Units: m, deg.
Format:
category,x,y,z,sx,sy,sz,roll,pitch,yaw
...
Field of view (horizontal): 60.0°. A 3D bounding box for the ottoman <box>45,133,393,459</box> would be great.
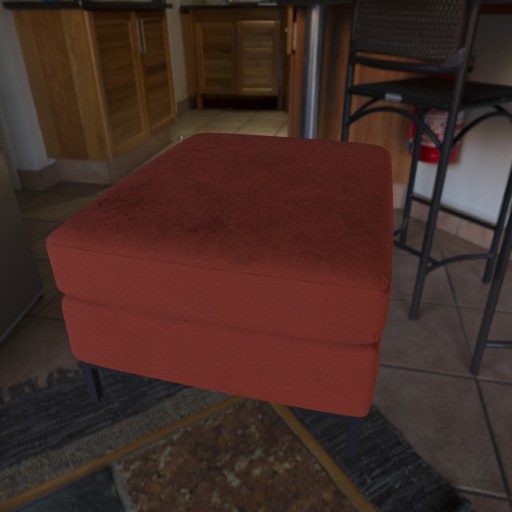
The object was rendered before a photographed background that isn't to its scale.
category,x,y,z,sx,sy,sz,roll,pitch,yaw
ottoman,0.000,0.000,1.165,0.650,0.462,0.782,7,31,13
